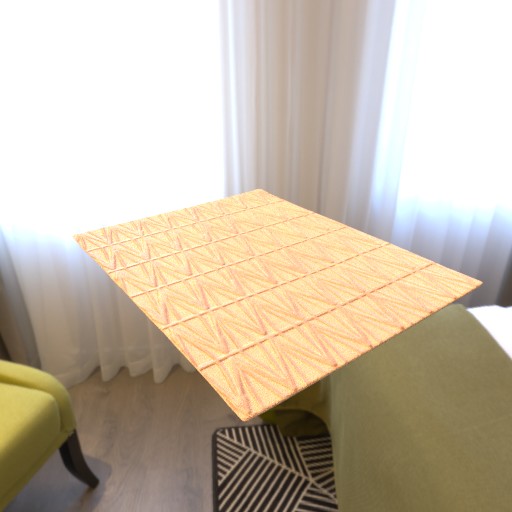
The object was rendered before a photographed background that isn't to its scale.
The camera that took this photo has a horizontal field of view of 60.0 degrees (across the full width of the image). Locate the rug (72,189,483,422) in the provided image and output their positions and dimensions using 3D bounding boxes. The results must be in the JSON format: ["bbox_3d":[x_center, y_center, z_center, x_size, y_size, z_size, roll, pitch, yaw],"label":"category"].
[{"bbox_3d":[0.000,0.000,4.103,2.453,0.043,3.052,-19,32,-33],"label":"rug"}]
